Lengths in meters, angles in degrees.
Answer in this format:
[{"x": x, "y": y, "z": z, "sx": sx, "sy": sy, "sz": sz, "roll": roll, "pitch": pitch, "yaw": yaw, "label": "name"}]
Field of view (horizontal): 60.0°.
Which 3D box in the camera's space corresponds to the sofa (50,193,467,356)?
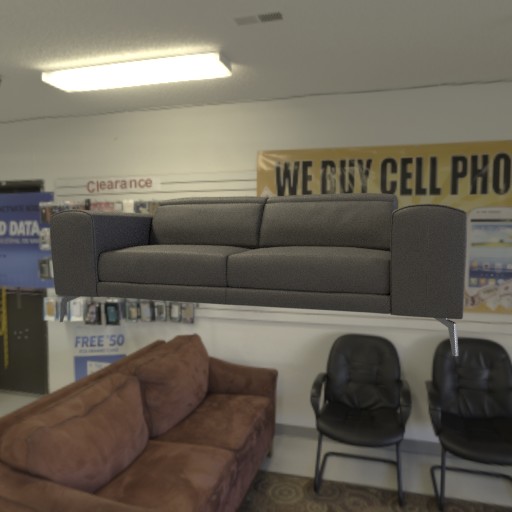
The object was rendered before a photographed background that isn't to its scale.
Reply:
[{"x": 0.000, "y": 0.000, "z": 2.801, "sx": 2.330, "sy": 0.814, "sz": 1.048, "roll": 1, "pitch": 4, "yaw": 19, "label": "sofa"}]
